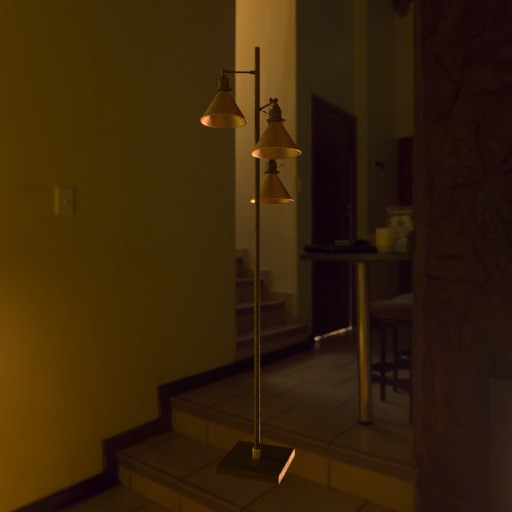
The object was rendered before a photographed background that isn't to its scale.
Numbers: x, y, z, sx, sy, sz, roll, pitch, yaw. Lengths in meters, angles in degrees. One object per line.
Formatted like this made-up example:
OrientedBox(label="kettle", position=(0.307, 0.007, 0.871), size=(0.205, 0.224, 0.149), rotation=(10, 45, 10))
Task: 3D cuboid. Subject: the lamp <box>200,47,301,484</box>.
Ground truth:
OrientedBox(label="lamp", position=(0.000, 0.000, 1.853), size=(0.428, 1.716, 0.415), rotation=(0, 0, 18))
